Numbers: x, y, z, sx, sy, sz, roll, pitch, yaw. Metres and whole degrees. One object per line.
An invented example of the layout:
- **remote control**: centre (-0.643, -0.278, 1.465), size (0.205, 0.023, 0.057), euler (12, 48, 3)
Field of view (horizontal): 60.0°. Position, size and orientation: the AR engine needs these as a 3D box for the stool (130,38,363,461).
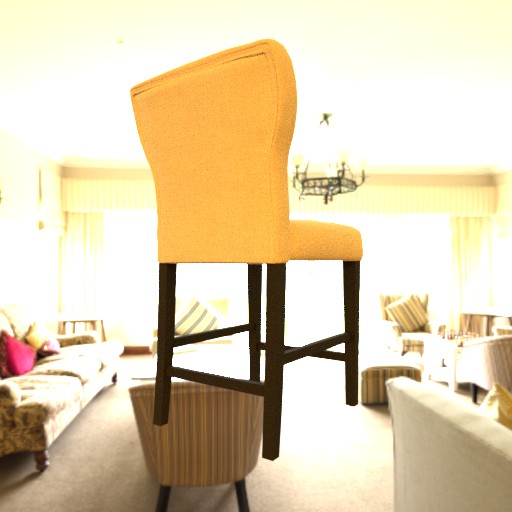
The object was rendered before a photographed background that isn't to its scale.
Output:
- **stool**: centre (0.000, 0.000, 1.341), size (0.514, 0.972, 0.603), euler (0, -1, 35)
